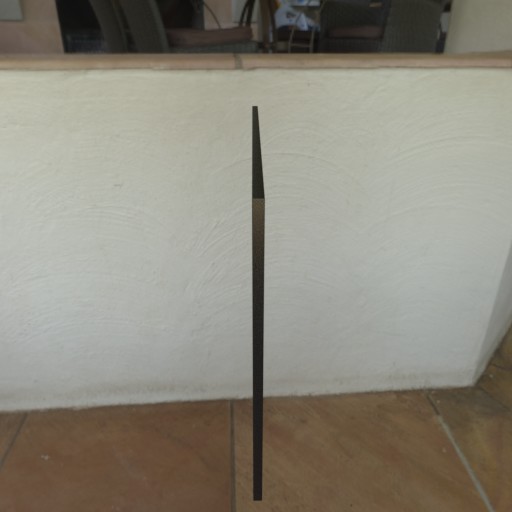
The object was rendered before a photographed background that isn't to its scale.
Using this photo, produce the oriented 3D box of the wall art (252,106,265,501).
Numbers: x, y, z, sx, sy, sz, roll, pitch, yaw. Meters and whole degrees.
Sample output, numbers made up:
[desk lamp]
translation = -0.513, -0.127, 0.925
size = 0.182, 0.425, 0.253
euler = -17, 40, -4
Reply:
[wall art]
translation = 0.000, 0.000, 0.824
size = 0.013, 0.447, 0.660
euler = 0, 26, 0
